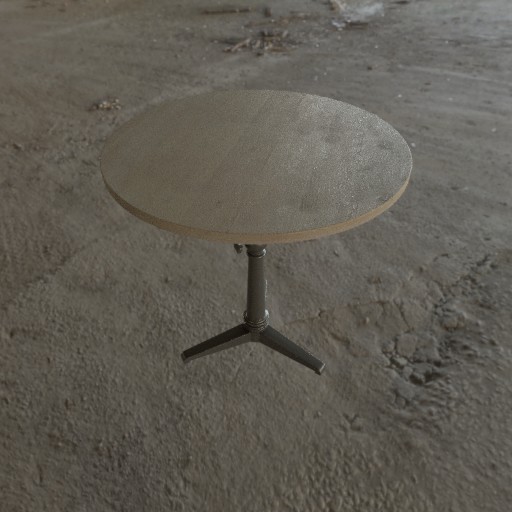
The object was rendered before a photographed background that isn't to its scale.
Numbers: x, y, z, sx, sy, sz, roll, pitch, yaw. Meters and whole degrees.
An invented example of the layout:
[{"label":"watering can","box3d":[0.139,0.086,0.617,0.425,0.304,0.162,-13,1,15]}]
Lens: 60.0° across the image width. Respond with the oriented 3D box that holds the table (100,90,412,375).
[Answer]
[{"label":"table","box3d":[0.000,0.000,1.425,0.800,0.780,0.800,0,40,0]}]
